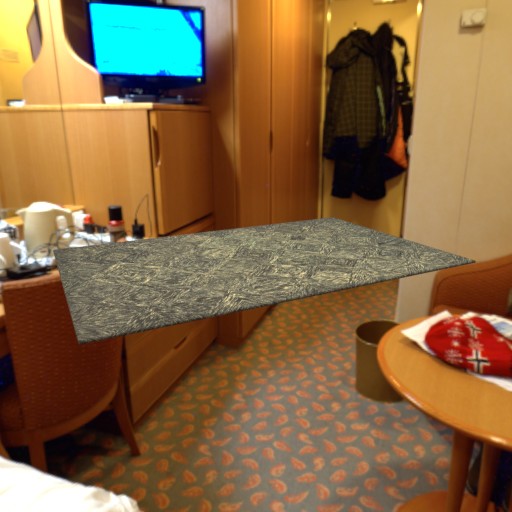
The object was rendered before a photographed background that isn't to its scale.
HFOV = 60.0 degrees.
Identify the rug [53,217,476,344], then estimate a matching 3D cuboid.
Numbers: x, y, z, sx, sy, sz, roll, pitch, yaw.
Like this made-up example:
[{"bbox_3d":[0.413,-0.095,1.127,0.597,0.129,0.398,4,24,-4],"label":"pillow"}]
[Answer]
[{"bbox_3d":[0.000,0.000,2.883,2.330,0.017,1.478,-8,19,-26],"label":"rug"}]
